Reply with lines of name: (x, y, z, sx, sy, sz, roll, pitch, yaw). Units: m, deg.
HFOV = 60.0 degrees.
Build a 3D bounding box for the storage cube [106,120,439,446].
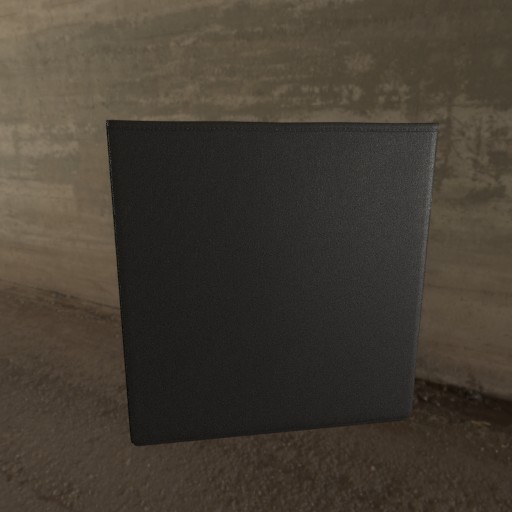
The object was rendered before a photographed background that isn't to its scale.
storage cube: (0.000, 0.000, 0.505, 0.270, 0.280, 0.270, -2, 14, -8)
